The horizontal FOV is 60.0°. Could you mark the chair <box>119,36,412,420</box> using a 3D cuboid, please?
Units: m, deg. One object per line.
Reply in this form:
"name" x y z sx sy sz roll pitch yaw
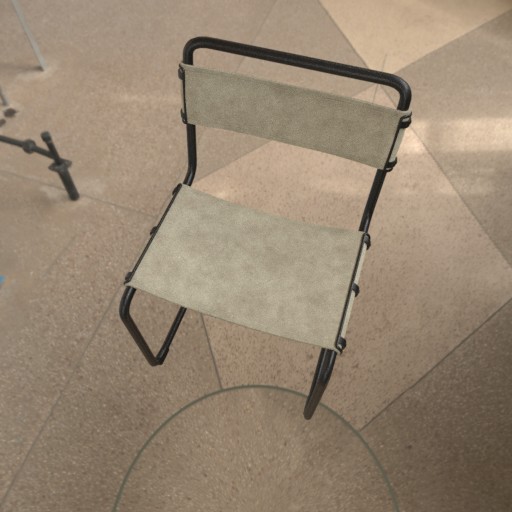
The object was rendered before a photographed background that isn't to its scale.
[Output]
"chair" 0.000 0.000 1.054 0.499 0.747 0.497 16 59 10
